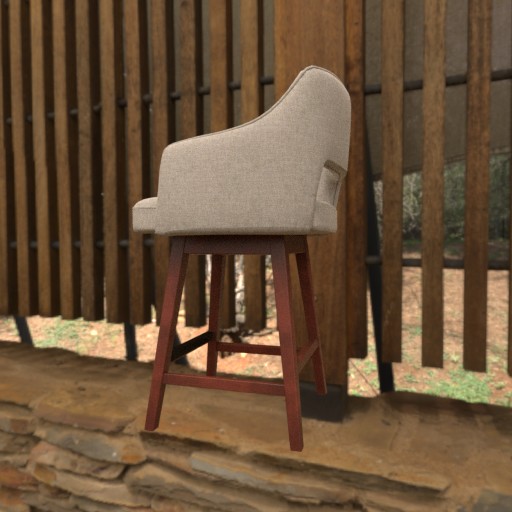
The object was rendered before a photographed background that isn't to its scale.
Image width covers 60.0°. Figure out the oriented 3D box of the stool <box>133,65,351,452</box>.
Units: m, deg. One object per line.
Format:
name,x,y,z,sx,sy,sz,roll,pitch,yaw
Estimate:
stool,0.000,0.000,1.338,0.558,0.944,0.599,1,2,17
